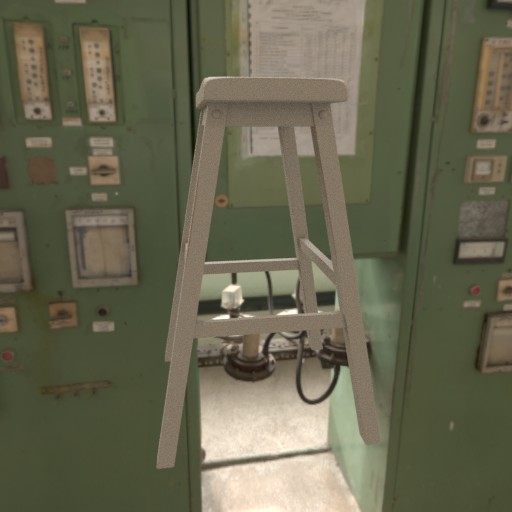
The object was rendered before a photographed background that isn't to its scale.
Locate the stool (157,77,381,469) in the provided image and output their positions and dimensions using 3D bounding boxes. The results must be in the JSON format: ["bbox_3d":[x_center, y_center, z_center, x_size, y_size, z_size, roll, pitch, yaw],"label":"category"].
[{"bbox_3d":[0.000,0.000,1.035,0.476,0.737,0.457,-3,17,-9],"label":"stool"}]
